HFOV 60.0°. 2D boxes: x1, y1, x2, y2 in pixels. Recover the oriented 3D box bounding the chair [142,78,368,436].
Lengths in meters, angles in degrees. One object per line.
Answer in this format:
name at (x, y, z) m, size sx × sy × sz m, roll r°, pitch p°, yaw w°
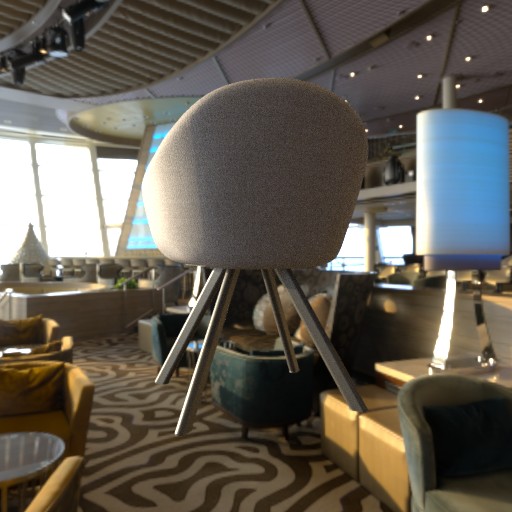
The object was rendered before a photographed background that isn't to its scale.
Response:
chair at (0.000, 0.000, 1.224) m, size 0.590 × 0.795 × 0.550 m, roll 0°, pitch 0°, yaw -19°
